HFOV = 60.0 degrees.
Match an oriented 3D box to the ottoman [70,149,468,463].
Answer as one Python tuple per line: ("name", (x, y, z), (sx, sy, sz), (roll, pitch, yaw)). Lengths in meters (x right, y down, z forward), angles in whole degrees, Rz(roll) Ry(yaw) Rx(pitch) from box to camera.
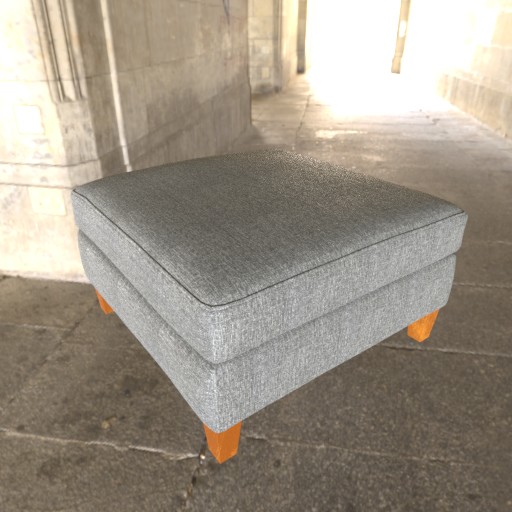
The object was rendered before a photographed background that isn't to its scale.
("ottoman", (0.000, 0.000, 1.339), (0.838, 0.481, 0.838), (-19, 33, -32))
